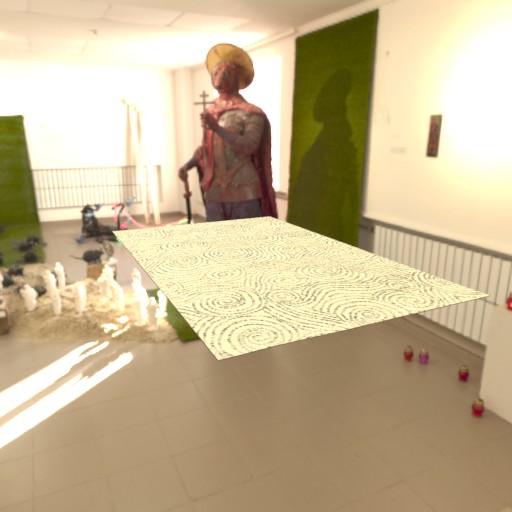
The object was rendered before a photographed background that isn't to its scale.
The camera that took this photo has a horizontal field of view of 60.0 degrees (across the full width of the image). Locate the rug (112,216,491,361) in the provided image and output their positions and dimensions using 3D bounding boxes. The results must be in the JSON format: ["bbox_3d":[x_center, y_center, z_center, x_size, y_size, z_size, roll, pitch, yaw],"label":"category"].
[{"bbox_3d":[0.000,0.000,3.037,1.524,0.005,2.439,-8,18,-25],"label":"rug"}]
